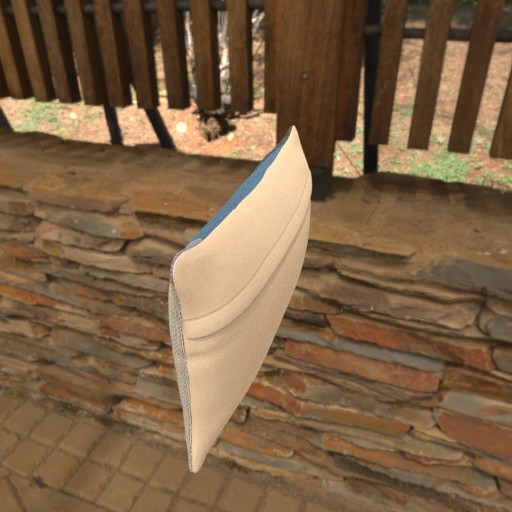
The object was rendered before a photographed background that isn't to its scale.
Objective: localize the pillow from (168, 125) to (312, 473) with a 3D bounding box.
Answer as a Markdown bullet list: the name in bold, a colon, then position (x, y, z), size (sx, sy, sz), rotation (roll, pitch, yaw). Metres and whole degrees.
- **pillow**: position (0.000, 0.000, 0.734), size (0.148, 0.307, 0.604), rotation (8, 30, 13)
